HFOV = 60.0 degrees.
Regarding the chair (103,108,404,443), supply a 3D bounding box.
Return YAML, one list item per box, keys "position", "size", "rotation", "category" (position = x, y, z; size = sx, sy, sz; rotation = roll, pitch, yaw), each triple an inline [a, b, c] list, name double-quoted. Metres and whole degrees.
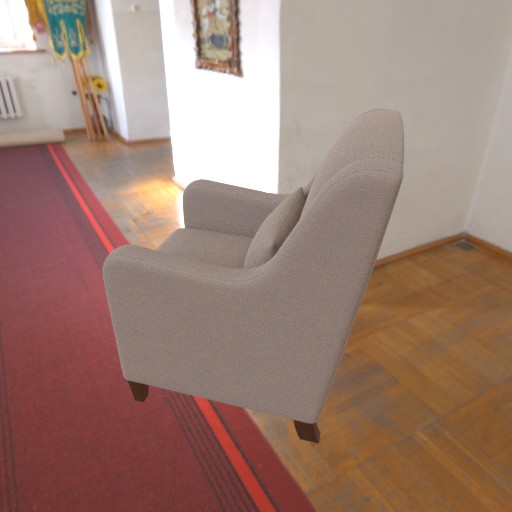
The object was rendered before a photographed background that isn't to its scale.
- position: [0.000, 0.000, 1.635]
  size: [0.896, 1.017, 0.715]
  rotation: [8, 31, 13]
  category: "chair"
